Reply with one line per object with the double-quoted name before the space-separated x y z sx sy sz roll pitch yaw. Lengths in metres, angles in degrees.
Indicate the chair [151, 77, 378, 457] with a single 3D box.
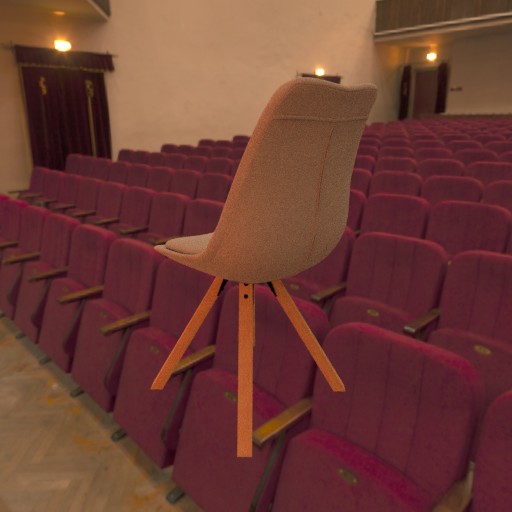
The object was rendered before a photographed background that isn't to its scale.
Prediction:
"chair" 0.000 0.000 1.209 0.474 0.863 0.549 -16 23 -41
